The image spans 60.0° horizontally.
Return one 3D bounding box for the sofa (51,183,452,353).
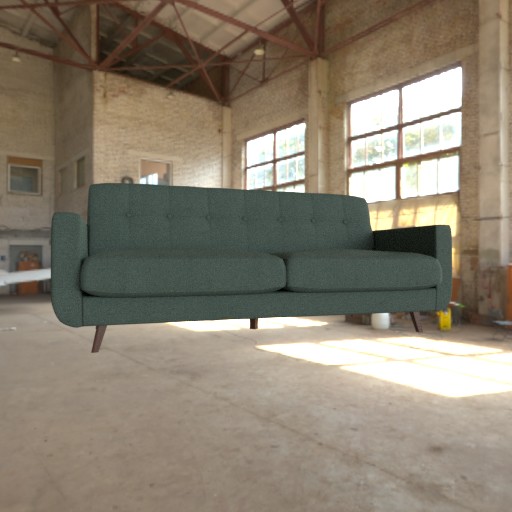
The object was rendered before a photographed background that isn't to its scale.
[{"bbox_3d":[0.000,0.000,2.498,2.029,0.841,0.909,0,-1,-19],"label":"sofa"}]
